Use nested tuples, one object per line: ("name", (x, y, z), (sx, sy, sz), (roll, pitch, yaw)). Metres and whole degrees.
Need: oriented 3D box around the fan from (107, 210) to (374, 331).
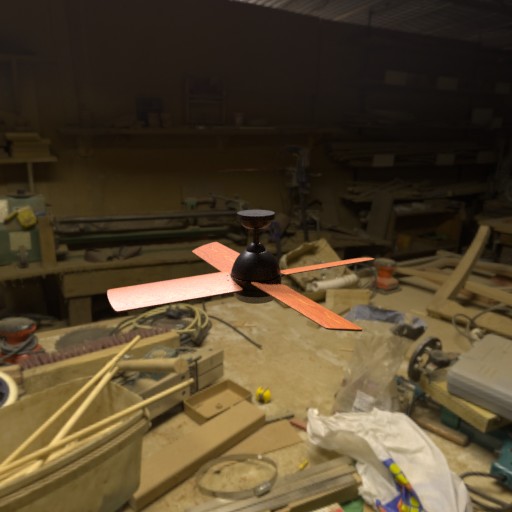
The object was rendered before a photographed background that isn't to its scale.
("fan", (0.000, 0.000, 2.046), (1.332, 0.403, 1.332), (-8, 17, -27))
